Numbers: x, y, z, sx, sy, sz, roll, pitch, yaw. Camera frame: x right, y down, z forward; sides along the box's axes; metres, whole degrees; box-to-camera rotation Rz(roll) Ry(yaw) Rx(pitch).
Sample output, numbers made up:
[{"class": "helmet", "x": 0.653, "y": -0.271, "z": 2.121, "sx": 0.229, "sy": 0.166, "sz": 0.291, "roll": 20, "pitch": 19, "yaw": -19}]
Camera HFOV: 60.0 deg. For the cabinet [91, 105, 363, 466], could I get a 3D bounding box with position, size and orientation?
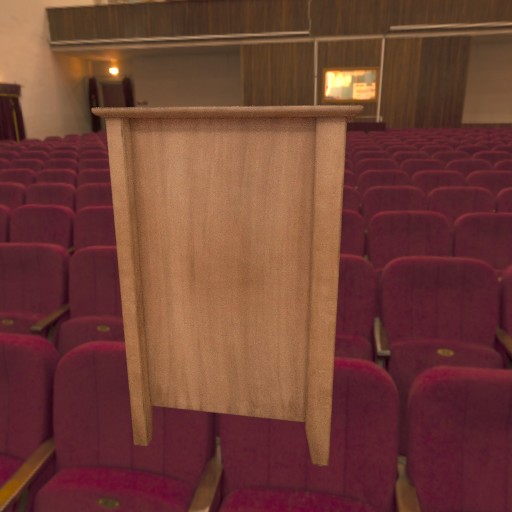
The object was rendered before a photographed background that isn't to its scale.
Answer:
[{"class": "cabinet", "x": 0.000, "y": 0.000, "z": 1.250, "sx": 0.503, "sy": 0.762, "sz": 0.763, "roll": 3, "pitch": 16, "yaw": 10}]
